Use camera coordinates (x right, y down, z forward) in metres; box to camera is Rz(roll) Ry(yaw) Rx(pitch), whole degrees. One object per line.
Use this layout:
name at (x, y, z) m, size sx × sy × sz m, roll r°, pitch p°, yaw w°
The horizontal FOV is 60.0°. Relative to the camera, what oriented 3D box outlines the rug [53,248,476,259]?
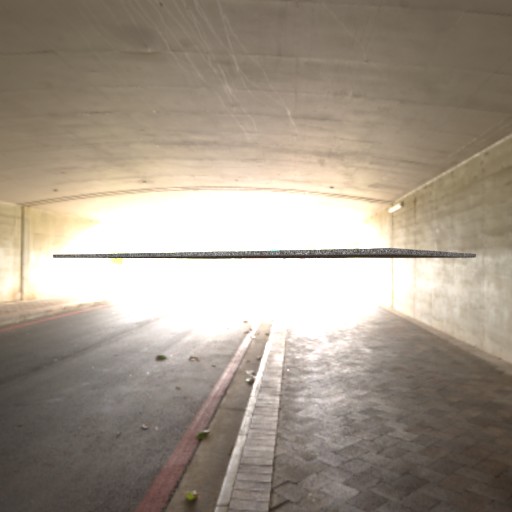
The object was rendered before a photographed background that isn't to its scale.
rug at (0.000, 0.000, 2.900) m, size 2.350 × 0.025 × 1.502 m, roll -1°, pitch -1°, yaw 37°
